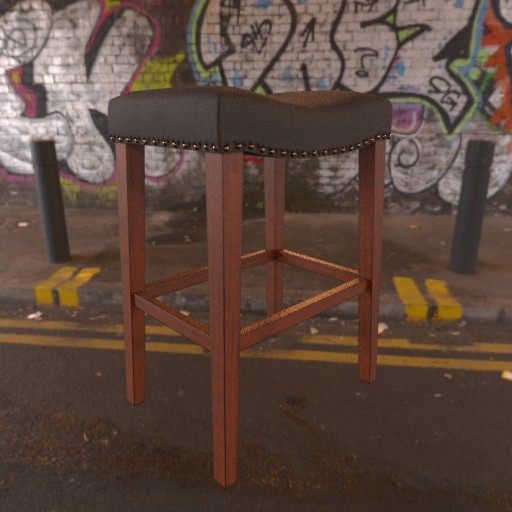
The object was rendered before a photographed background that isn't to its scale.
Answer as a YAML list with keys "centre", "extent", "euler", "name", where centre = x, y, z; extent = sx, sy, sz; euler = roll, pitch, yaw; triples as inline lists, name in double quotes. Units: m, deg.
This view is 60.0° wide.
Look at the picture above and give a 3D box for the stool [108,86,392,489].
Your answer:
- centre: [0.000, 0.000, 0.865]
  extent: [0.439, 0.612, 0.320]
  euler: [-17, 24, -41]
  name: "stool"
